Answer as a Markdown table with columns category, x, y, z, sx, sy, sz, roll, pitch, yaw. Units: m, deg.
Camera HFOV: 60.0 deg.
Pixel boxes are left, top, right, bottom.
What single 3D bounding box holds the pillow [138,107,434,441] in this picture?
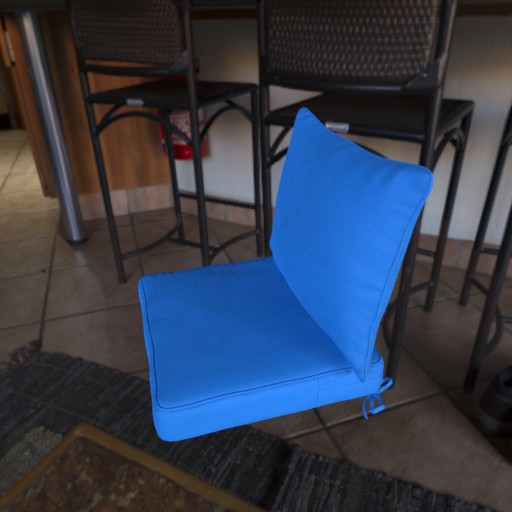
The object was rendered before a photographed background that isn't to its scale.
| category | x | y | z | sx | sy | sz | roll | pitch | yaw |
| --- | --- | --- | --- | --- | --- | --- | --- | --- | --- |
| pillow | 0.000 | 0.000 | 1.361 | 0.733 | 0.725 | 0.798 | -8 | 30 | -14 |
